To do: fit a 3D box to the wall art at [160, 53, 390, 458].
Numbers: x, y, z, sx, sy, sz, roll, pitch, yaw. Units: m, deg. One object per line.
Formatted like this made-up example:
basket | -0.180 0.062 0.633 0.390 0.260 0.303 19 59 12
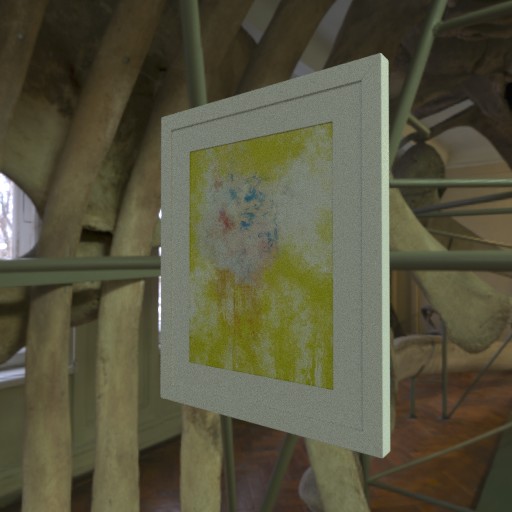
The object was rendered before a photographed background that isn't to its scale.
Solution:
wall art | 0.000 0.000 0.754 0.454 0.556 0.028 -1 -1 37
